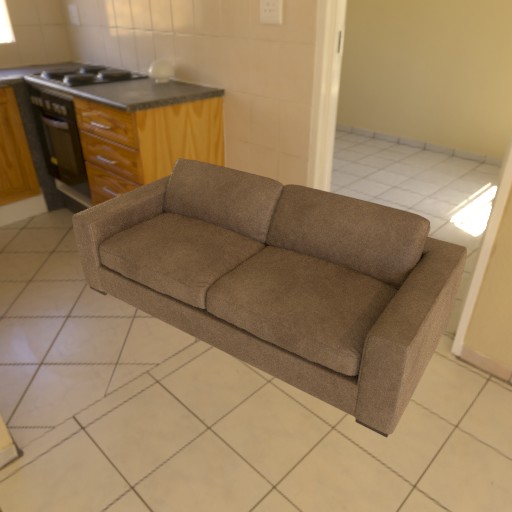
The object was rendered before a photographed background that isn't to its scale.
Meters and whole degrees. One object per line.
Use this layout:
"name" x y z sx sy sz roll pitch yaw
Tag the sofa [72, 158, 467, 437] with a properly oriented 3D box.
"sofa" 0.000 0.000 2.807 2.262 0.801 1.070 19 36 29
